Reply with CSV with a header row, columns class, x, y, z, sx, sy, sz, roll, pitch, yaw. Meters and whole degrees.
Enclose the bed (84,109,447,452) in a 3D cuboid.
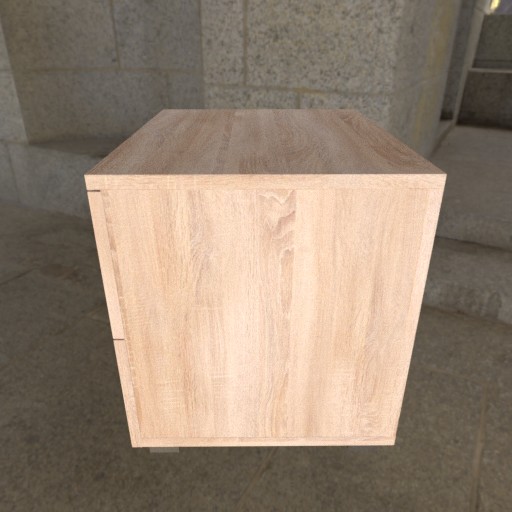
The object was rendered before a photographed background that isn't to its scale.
class,x,y,z,sx,sy,sz,roll,pitch,yaw
bed,0.000,0.000,0.765,0.401,0.420,0.460,0,26,0
